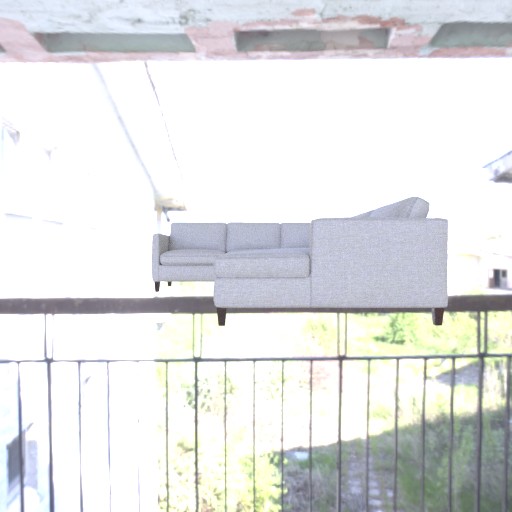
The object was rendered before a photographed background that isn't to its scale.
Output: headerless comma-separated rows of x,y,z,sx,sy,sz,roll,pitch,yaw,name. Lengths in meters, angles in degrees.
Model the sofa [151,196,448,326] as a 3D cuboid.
0.000,0.000,4.575,2.551,0.889,3.403,0,1,-1,sofa
